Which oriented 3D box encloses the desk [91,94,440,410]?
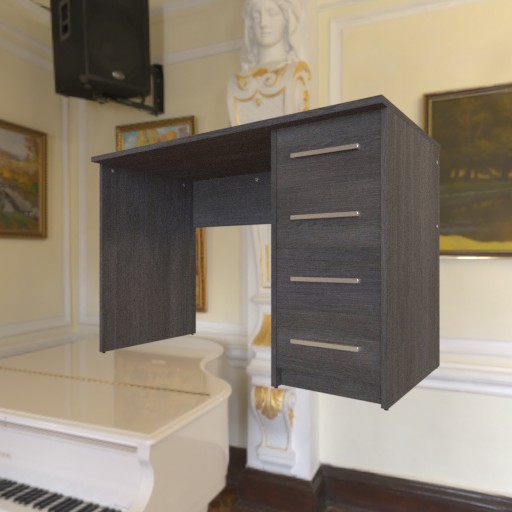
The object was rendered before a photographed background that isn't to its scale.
[{"bbox_3d":[0.000,0.000,1.547,1.096,0.730,0.560,0,0,35],"label":"desk"}]
